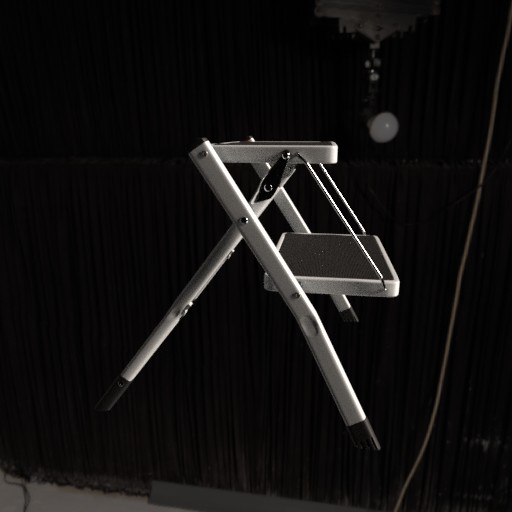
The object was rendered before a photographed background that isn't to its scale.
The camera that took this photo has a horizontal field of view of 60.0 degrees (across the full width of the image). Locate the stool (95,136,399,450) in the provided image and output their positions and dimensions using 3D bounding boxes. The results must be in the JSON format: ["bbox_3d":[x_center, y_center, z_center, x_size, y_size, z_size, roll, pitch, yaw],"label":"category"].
[{"bbox_3d":[0.000,0.000,0.855,0.490,0.445,0.485,2,16,8],"label":"stool"}]
